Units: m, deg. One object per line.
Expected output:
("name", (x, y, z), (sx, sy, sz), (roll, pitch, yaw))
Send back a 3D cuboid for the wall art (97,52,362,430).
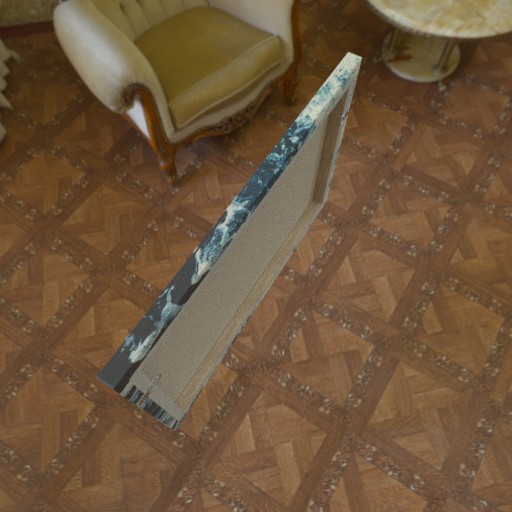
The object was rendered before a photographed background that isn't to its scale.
("wall art", (0.000, 0.000, 1.159), (0.042, 0.610, 0.915), (29, 66, 14))
